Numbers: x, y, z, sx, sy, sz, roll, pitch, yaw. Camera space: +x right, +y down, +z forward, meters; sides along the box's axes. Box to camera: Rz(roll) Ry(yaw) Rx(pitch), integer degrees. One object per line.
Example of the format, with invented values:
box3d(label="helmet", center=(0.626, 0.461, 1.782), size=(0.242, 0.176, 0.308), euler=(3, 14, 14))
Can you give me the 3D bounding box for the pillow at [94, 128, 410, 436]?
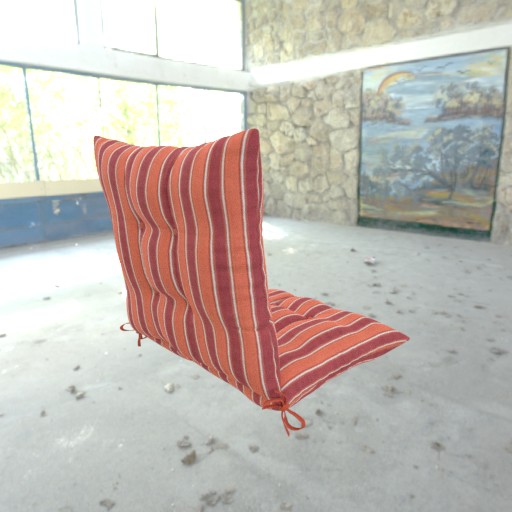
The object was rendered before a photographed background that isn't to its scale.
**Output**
box3d(label="pillow", center=(0.000, 0.000, 1.020), size=(0.585, 0.536, 0.541), euler=(-13, 18, -43))
